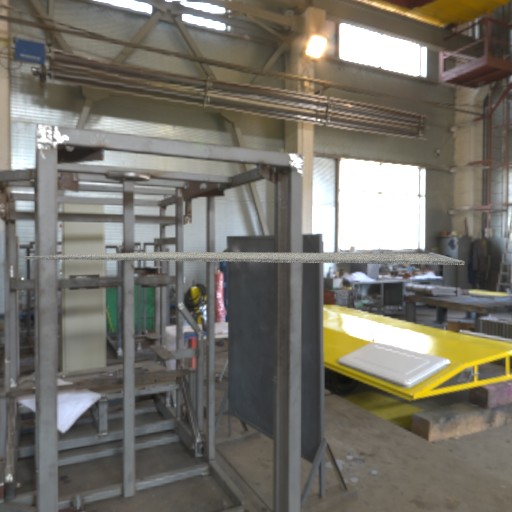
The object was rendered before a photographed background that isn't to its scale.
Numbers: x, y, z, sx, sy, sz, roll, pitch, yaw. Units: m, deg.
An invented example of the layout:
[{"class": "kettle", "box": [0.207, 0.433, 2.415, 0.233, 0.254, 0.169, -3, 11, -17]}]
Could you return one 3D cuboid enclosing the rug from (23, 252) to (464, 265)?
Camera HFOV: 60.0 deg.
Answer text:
[{"class": "rug", "box": [0.000, 0.000, 2.295, 1.819, 0.012, 1.208, 1, 2, 18]}]
